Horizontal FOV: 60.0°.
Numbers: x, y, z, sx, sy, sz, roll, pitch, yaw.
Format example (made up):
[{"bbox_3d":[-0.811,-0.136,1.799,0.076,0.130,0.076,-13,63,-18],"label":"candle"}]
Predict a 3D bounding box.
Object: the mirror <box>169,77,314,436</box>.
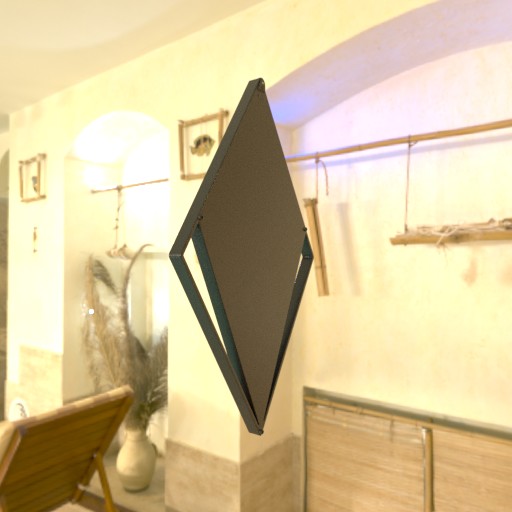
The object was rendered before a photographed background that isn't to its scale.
[{"bbox_3d":[0.000,0.000,0.846,0.032,0.679,0.419,0,-1,36],"label":"mirror"}]
